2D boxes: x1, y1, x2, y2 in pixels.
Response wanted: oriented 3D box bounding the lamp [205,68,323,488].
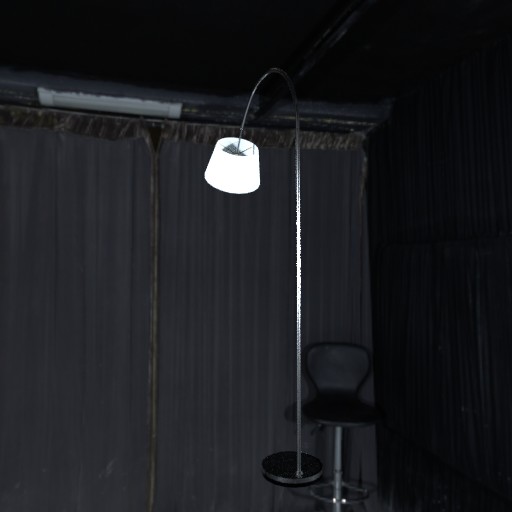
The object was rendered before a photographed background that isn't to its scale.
[{"bbox_3d":[0.000,0.000,2.696,0.406,2.098,1.445,0,-1,-18],"label":"lamp"}]
